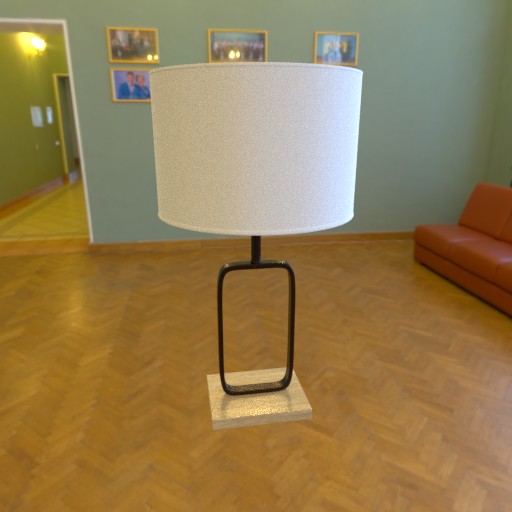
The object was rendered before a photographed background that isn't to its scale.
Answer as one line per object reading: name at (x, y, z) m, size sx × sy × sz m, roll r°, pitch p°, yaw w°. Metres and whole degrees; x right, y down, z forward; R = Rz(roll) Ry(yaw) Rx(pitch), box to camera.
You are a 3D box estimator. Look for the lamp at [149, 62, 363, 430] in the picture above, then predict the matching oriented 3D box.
lamp at (0.000, 0.000, 0.668) m, size 0.279 × 0.508 × 0.279 m, roll -3°, pitch 18°, yaw -9°
